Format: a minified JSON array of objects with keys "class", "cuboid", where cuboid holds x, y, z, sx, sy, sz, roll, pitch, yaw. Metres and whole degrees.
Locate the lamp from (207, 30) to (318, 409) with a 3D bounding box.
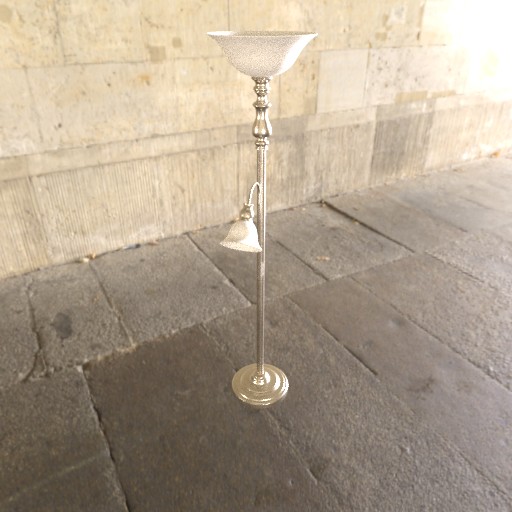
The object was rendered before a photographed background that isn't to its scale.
[{"class":"lamp","cuboid":[0.000,0.000,1.992,0.405,1.785,0.575,8,30,13]}]
